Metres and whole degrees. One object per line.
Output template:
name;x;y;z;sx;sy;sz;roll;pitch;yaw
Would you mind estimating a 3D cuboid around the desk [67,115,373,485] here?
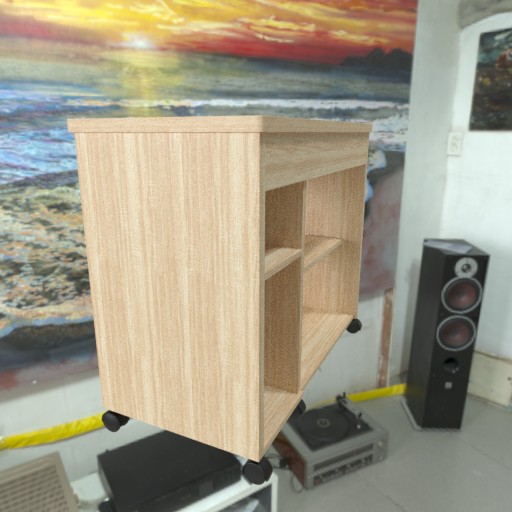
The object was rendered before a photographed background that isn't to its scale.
desk;0.000;0.000;1.331;0.480;0.770;0.884;7;17;25
